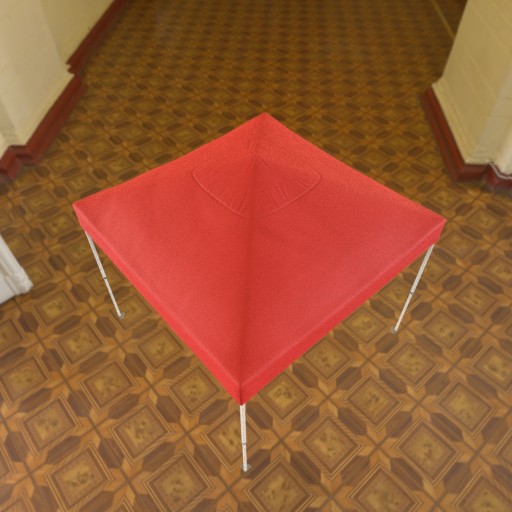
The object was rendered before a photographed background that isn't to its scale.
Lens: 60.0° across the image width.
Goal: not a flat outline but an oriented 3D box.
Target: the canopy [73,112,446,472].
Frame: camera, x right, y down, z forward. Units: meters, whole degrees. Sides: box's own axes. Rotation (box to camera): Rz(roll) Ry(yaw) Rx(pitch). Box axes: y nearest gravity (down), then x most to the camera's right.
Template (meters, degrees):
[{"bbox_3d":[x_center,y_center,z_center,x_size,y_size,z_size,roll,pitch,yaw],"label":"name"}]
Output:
[{"bbox_3d":[0.000,0.000,5.515,2.996,2.997,2.998,-33,56,-26],"label":"canopy"}]
